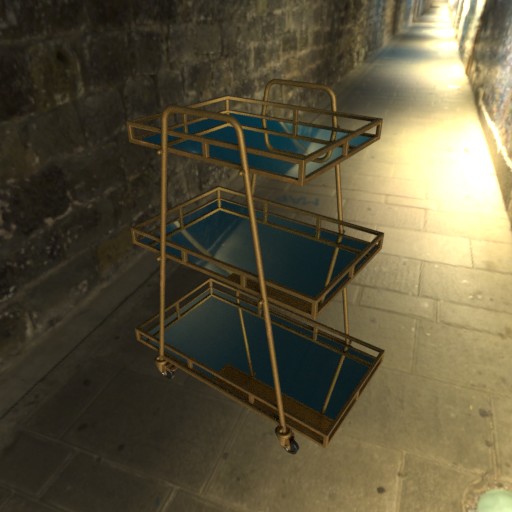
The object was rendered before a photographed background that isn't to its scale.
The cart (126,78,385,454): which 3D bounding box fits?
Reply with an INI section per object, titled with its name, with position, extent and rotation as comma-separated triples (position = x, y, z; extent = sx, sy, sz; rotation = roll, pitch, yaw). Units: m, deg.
[cart]
position = 0.000, 0.000, 1.260
extent = 0.711, 0.883, 0.441
rotation = 20, 36, 30
